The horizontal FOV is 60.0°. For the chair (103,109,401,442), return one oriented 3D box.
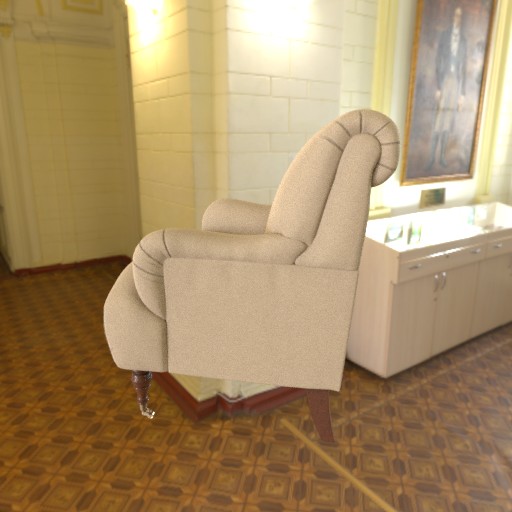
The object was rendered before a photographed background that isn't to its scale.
[{"bbox_3d":[0.000,0.000,1.546,0.842,0.942,0.766,3,15,10],"label":"chair"}]
